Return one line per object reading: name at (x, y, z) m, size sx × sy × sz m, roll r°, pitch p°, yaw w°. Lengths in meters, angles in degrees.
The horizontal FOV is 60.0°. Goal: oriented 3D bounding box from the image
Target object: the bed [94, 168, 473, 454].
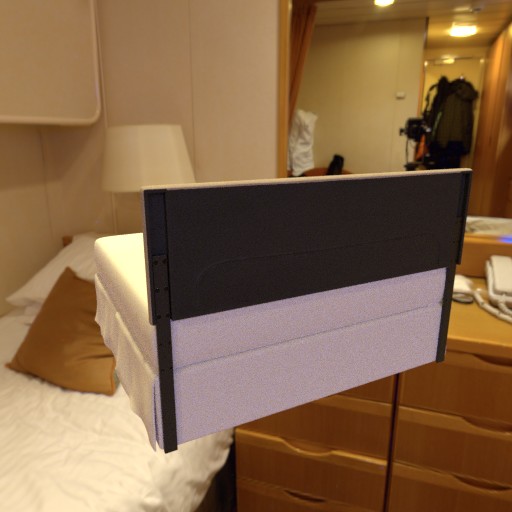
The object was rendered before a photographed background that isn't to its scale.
bed at (0.000, 0.000, 3.311) m, size 2.170 × 1.346 × 1.914 m, roll -8°, pitch 18°, yaw -27°
